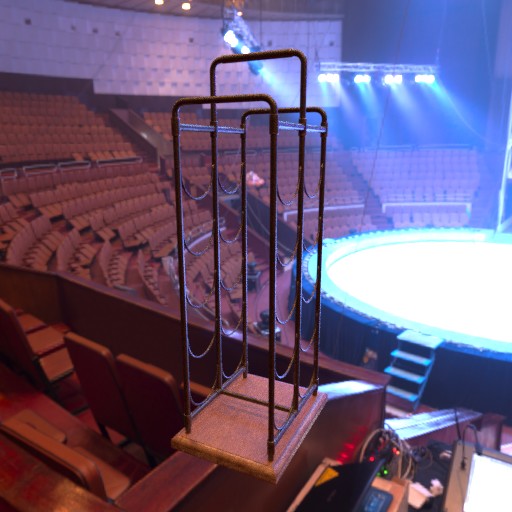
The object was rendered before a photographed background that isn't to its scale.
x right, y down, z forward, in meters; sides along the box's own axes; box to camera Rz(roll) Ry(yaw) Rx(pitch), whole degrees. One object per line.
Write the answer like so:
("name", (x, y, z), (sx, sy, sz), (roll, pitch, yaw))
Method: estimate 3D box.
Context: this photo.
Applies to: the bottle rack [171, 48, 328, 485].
("bottle rack", (0.000, 0.000, 0.798), (0.208, 0.680, 0.276), (7, 15, 26))
